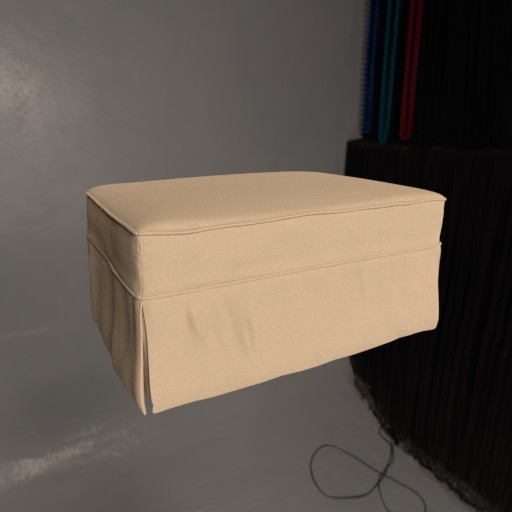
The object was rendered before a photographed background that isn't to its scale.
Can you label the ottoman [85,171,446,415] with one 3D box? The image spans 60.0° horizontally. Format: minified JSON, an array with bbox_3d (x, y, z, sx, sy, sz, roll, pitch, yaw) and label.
[{"bbox_3d":[0.000,0.000,1.383,0.959,0.482,0.721,-9,19,-27],"label":"ottoman"}]
